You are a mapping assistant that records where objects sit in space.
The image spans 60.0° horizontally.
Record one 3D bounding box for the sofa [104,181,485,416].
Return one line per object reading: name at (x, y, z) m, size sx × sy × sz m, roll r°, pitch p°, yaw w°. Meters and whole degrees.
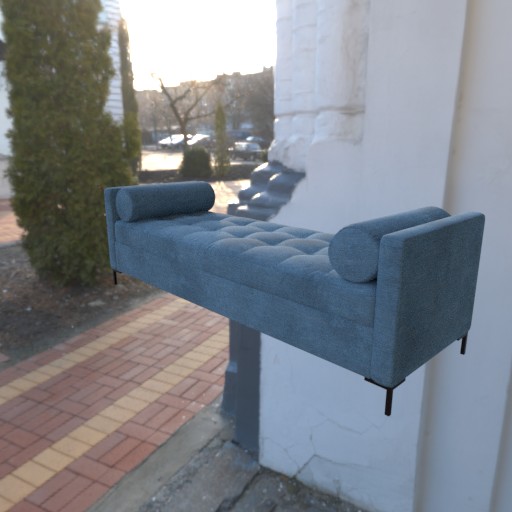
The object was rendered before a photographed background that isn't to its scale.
sofa at (0.000, 0.000, 2.325) m, size 0.686 × 0.635 × 1.981 m, roll -14°, pitch 20°, yaw -42°
